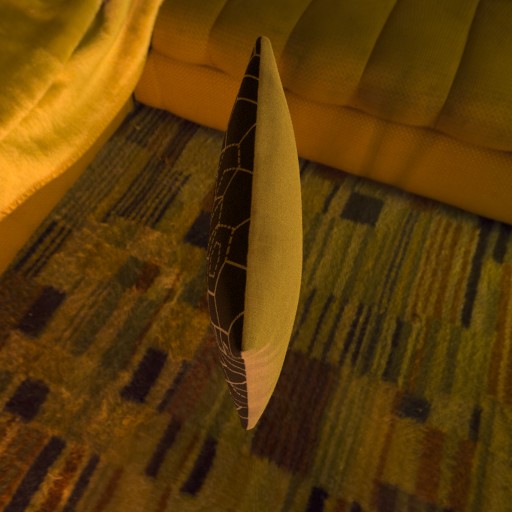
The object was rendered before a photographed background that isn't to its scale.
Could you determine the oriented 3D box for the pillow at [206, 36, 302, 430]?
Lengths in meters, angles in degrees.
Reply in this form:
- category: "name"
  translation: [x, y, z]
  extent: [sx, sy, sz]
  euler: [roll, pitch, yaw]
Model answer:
- category: "pillow"
  translation: [0.000, 0.000, 0.791]
  extent: [0.158, 0.508, 0.517]
  euler: [2, 60, 1]
